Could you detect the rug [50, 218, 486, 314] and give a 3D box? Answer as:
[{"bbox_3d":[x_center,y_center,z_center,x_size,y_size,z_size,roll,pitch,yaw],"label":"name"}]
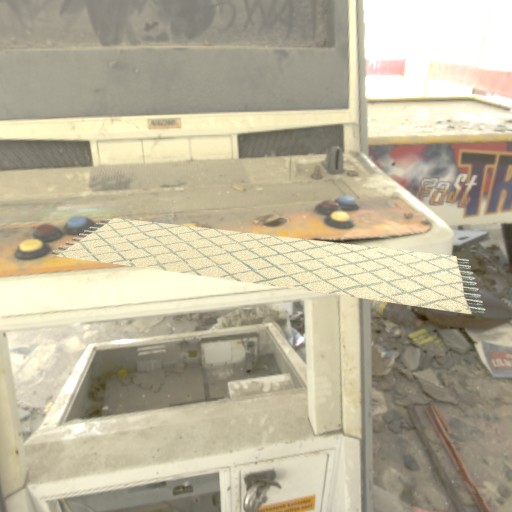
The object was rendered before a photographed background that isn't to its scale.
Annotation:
[{"bbox_3d":[0.000,0.000,2.579,2.372,0.008,0.620,7,27,14],"label":"rug"}]
